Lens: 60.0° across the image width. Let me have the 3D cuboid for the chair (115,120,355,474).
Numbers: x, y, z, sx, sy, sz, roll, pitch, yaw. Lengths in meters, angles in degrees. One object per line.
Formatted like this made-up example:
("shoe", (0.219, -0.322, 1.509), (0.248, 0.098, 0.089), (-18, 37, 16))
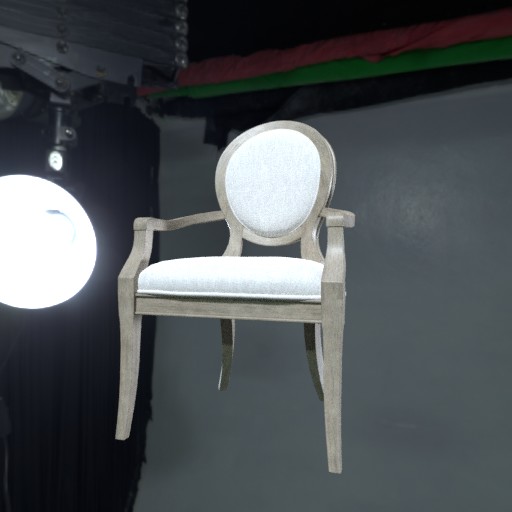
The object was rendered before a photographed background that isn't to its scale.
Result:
("chair", (0.000, 0.000, 1.391), (0.611, 0.991, 0.602), (0, 1, 18))
